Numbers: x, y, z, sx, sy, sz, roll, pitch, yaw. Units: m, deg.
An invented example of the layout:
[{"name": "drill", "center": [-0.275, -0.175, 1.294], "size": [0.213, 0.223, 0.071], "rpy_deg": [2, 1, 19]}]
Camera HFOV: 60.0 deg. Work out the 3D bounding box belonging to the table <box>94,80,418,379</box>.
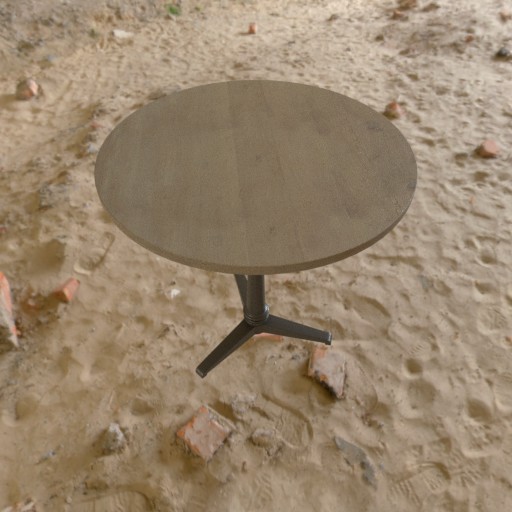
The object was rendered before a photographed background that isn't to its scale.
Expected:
[{"name": "table", "center": [0.000, 0.000, 1.411], "size": [0.800, 0.780, 0.800], "rpy_deg": [0, 46, 0]}]
